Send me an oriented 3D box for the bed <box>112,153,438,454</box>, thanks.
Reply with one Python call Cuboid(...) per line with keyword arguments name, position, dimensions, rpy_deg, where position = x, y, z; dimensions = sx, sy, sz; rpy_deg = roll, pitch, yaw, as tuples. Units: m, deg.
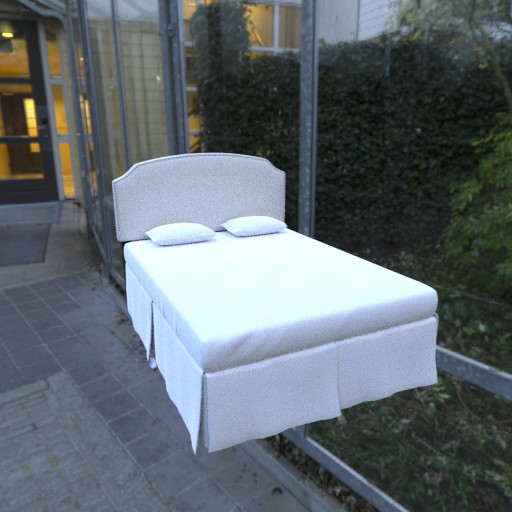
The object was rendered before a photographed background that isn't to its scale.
Cuboid(name="bed", position=(0.000, 0.000, 3.038), dimensions=(1.558, 1.270, 1.999), rpy_deg=(-8, 18, -25))
